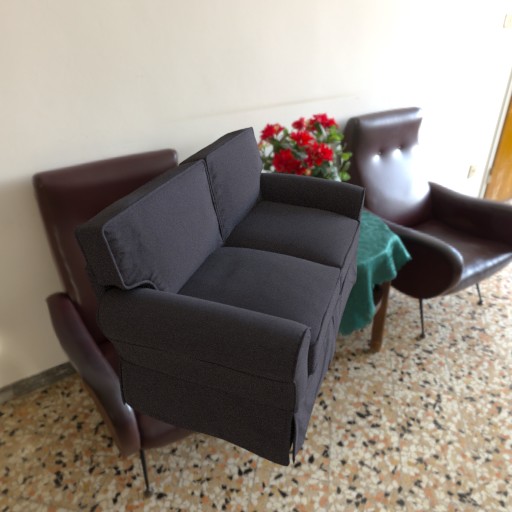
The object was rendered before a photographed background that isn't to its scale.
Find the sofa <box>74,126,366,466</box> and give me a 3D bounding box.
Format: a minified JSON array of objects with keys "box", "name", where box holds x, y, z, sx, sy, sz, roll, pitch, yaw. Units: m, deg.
[{"box":[0.000,0.000,2.477,0.997,1.059,1.801,10,31,17],"name":"sofa"}]
